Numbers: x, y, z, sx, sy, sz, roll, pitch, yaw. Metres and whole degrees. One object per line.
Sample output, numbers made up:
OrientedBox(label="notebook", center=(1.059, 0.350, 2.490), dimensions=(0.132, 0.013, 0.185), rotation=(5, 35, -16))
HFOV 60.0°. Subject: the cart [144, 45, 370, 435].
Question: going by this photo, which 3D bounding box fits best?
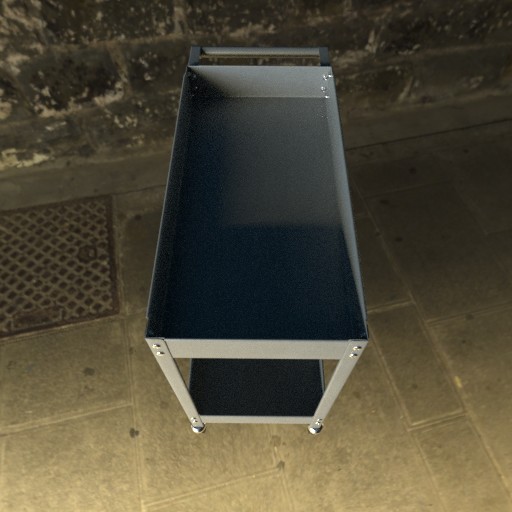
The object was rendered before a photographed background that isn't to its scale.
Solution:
OrientedBox(label="cart", center=(0.000, 0.000, 1.162), dimensions=(0.366, 0.719, 0.779), rotation=(0, 57, 0))
